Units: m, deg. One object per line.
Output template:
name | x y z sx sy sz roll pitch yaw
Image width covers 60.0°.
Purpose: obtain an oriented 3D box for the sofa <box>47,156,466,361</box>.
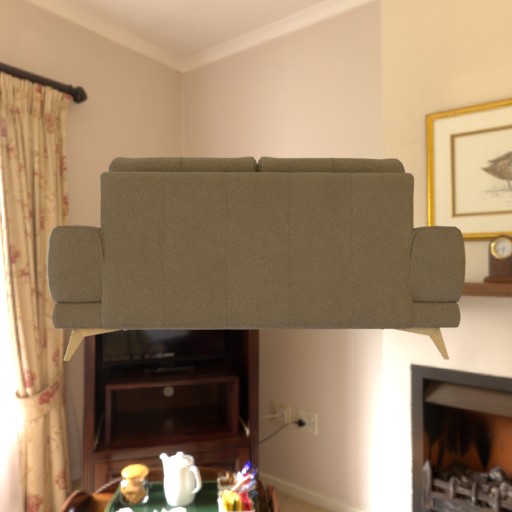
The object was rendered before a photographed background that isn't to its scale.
sofa | 0.000 0.000 2.357 1.806 0.907 1.018 0 -1 -1
